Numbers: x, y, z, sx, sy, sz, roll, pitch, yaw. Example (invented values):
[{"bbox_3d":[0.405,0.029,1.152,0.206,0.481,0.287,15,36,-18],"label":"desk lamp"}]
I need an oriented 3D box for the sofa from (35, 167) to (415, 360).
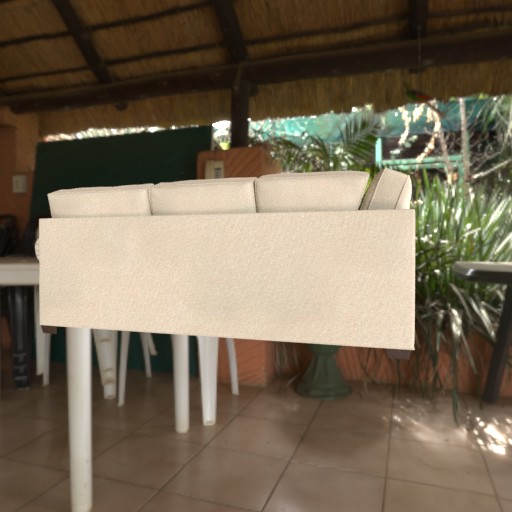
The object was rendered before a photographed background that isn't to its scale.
[{"bbox_3d":[0.000,0.000,3.888,2.569,1.054,2.487,0,1,18],"label":"sofa"}]
